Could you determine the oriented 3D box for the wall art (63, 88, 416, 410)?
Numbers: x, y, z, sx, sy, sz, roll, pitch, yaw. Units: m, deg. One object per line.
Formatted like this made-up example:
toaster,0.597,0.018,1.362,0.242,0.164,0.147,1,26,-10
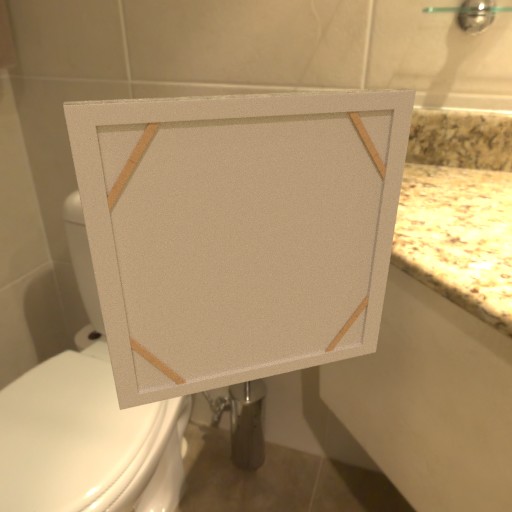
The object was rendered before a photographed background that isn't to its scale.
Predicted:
wall art,0.000,0.000,0.889,0.610,0.610,0.038,-8,28,-16
